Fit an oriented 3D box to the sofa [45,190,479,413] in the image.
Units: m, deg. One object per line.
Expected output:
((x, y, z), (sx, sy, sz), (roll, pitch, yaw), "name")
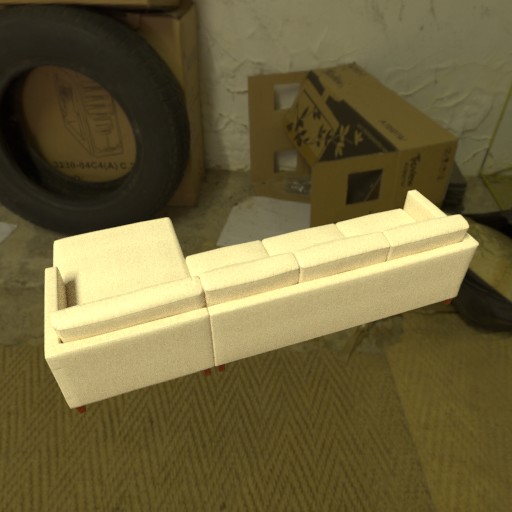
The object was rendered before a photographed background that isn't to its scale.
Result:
((0.000, 0.000, 4.015), (3.471, 0.954, 1.603), (-13, 42, -15), "sofa")
